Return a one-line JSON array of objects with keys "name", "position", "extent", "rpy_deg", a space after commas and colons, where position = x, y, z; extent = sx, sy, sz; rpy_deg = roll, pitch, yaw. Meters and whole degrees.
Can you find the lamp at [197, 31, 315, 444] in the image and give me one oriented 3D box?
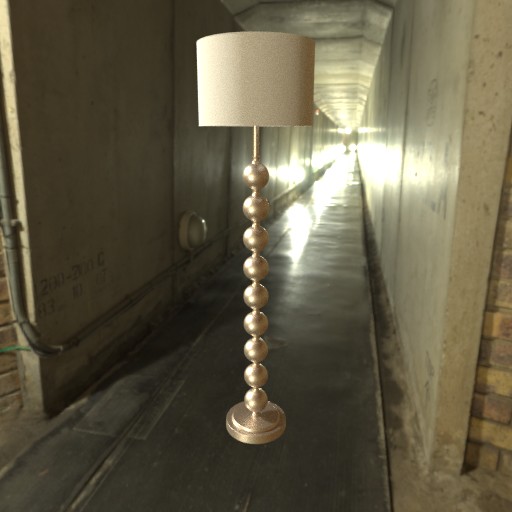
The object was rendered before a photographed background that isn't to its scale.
[{"name": "lamp", "position": [0.000, 0.000, 1.670], "extent": [0.394, 1.474, 0.394], "rpy_deg": [-7, 18, -24]}]
